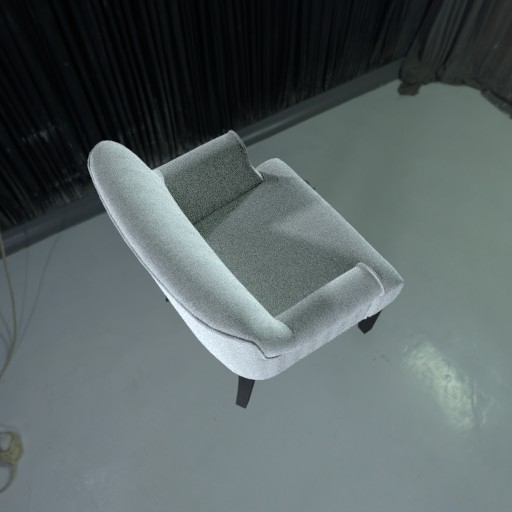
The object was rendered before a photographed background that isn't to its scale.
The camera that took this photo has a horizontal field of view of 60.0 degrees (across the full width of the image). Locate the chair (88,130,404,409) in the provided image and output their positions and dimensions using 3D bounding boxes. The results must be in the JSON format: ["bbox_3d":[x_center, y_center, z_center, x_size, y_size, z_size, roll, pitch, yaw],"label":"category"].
[{"bbox_3d":[0.000,0.000,1.490,0.750,0.875,0.781,-31,63,-18],"label":"chair"}]
